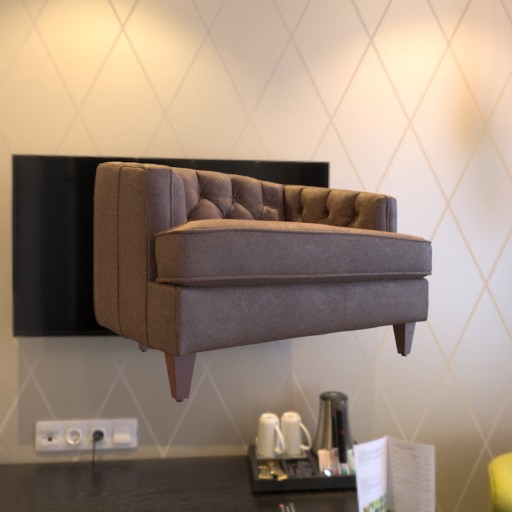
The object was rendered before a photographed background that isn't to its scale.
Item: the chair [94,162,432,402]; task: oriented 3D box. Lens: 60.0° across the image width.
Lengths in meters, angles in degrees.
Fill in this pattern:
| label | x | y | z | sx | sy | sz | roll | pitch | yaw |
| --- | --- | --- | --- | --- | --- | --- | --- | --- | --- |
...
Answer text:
| label | x | y | z | sx | sy | sz | roll | pitch | yaw |
| --- | --- | --- | --- | --- | --- | --- | --- | --- | --- |
| chair | 0.000 | 0.000 | 1.743 | 1.118 | 0.787 | 0.914 | 0 | -1 | -35 |
